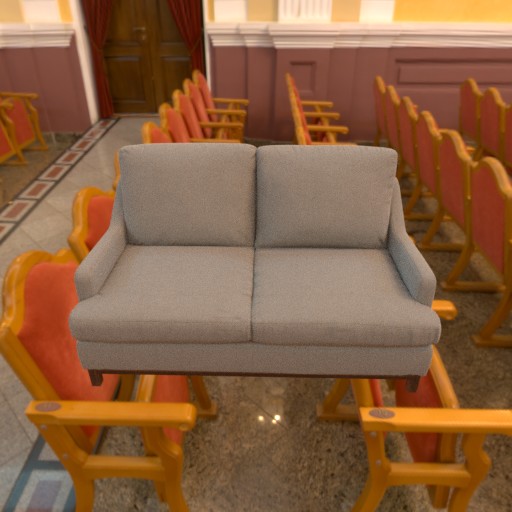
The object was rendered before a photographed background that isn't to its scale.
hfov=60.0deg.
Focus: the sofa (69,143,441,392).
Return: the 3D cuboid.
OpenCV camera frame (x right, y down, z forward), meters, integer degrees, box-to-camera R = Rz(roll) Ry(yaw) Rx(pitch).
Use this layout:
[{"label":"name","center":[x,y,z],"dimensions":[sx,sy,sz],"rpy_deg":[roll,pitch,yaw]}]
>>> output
[{"label":"sofa","center":[0.000,0.000,2.221],"dimensions":[1.589,0.921,0.987],"rpy_deg":[1,31,1]}]
